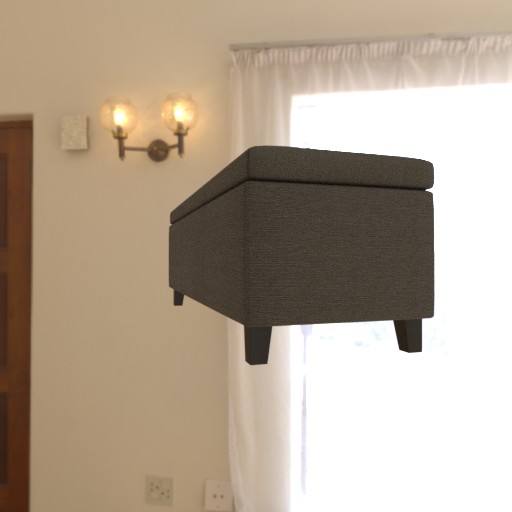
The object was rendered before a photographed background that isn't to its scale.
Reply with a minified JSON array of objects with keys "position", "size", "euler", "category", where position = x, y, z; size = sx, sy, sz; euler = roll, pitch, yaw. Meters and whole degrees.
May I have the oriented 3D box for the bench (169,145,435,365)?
[{"position":[0.000,0.000,1.500],"size":[0.446,0.438,1.269],"euler":[0,0,-18],"category":"bench"}]
